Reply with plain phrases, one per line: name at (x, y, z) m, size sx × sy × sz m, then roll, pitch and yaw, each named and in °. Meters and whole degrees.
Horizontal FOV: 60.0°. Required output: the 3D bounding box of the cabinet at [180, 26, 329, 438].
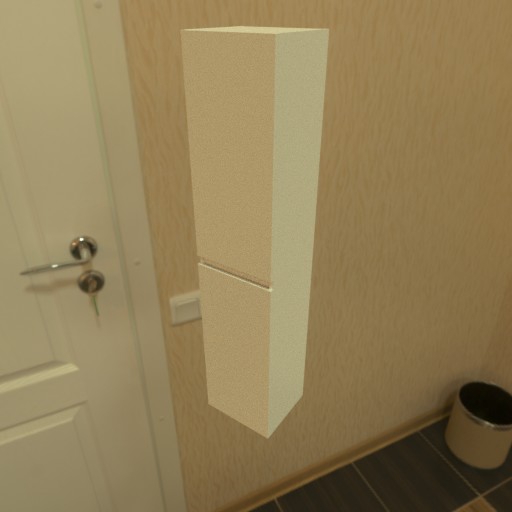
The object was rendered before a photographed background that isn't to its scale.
cabinet at (0.000, 0.000, 1.536) m, size 0.300 × 1.400 × 0.269 m, roll 19°, pitch 35°, yaw 30°
